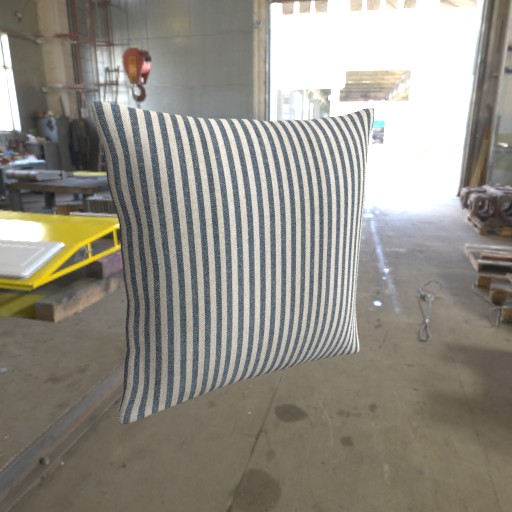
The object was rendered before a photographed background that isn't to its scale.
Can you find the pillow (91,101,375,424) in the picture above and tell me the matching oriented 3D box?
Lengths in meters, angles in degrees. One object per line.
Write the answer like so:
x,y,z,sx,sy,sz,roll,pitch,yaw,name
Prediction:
0.000,0.000,0.787,0.523,0.510,0.166,-9,19,-28,pillow
